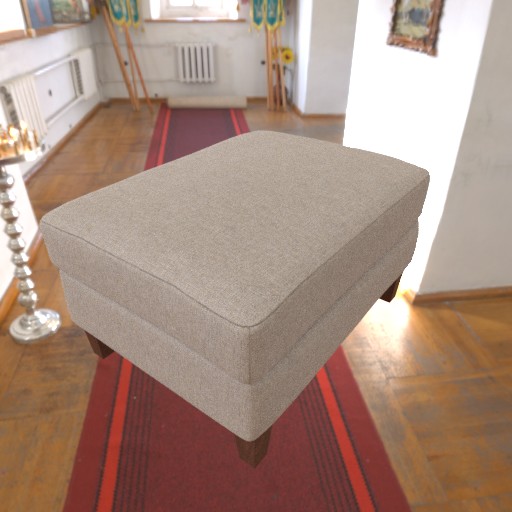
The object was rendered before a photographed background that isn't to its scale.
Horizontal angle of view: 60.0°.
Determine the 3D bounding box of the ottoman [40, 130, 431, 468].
[{"bbox_3d":[0.000,0.000,1.286,0.677,0.519,0.898,22,39,31],"label":"ottoman"}]
